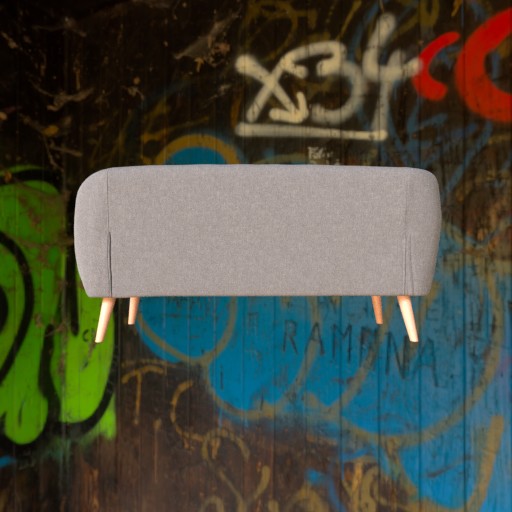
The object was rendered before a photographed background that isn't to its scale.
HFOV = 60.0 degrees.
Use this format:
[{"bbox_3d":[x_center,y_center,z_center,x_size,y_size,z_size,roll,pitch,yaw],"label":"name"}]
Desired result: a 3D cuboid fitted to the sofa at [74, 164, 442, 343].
[{"bbox_3d":[0.000,0.000,2.378,1.840,0.820,0.820,0,-1,-1],"label":"sofa"}]
